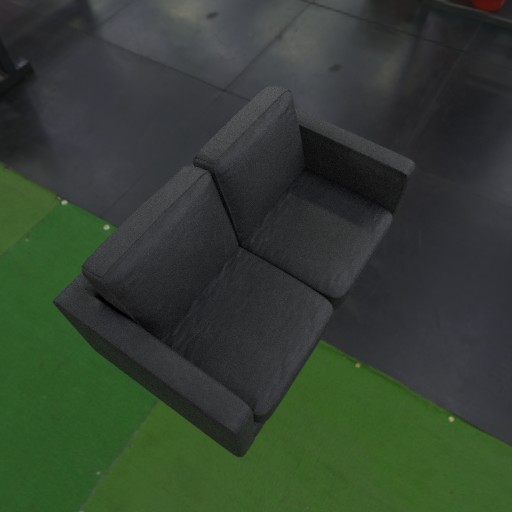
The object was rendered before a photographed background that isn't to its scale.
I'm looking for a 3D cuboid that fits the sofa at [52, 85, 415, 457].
[{"bbox_3d":[0.000,0.000,2.029,0.879,0.899,1.430,30,63,17],"label":"sofa"}]
